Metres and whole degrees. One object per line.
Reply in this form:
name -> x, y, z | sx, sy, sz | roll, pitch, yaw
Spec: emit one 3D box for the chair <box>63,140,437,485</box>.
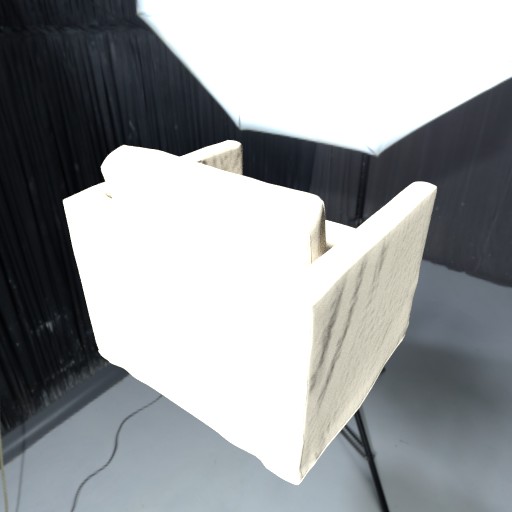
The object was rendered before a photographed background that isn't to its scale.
chair -> 0.000, 0.000, 1.738 | 1.057, 0.867, 0.949 | 21, 36, 31
